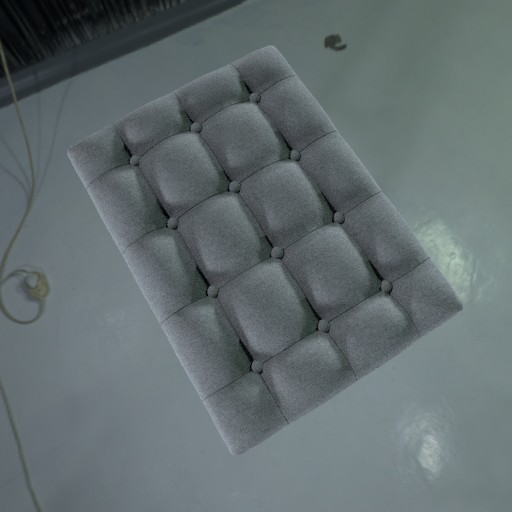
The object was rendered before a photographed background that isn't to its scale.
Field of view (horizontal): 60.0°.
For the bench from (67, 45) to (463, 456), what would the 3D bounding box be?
[{"bbox_3d":[0.000,0.000,0.903,0.417,0.469,0.572,-30,77,-8],"label":"bench"}]
